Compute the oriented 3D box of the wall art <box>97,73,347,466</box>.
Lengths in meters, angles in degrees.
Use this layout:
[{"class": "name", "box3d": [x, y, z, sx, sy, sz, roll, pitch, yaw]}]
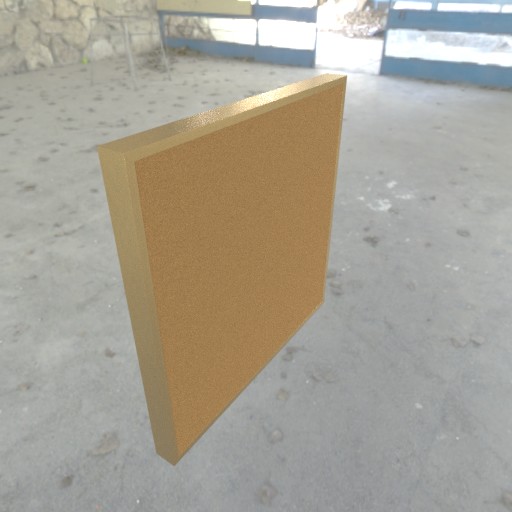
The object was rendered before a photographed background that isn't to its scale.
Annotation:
[{"class": "wall art", "box3d": [0.000, 0.000, 0.752, 0.040, 0.509, 0.509, 20, 37, 29]}]
